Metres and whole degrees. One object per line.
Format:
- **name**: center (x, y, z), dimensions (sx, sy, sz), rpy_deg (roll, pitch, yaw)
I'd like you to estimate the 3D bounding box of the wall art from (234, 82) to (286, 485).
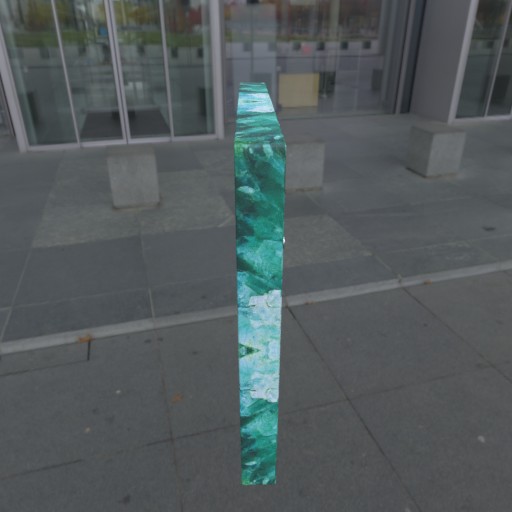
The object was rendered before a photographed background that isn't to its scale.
- **wall art**: center (0.000, 0.000, 0.473), dimensions (0.033, 0.313, 0.313), rpy_deg (-1, 28, -1)
